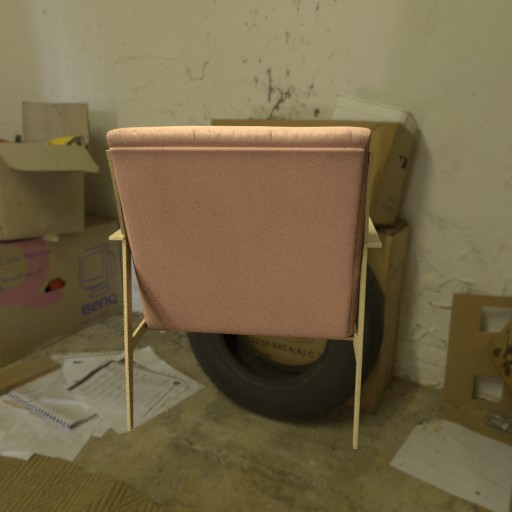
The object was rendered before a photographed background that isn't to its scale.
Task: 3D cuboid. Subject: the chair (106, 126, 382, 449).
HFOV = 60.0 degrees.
[{"bbox_3d":[0.000,0.000,1.477,0.701,0.823,0.848,2,16,6],"label":"chair"}]
